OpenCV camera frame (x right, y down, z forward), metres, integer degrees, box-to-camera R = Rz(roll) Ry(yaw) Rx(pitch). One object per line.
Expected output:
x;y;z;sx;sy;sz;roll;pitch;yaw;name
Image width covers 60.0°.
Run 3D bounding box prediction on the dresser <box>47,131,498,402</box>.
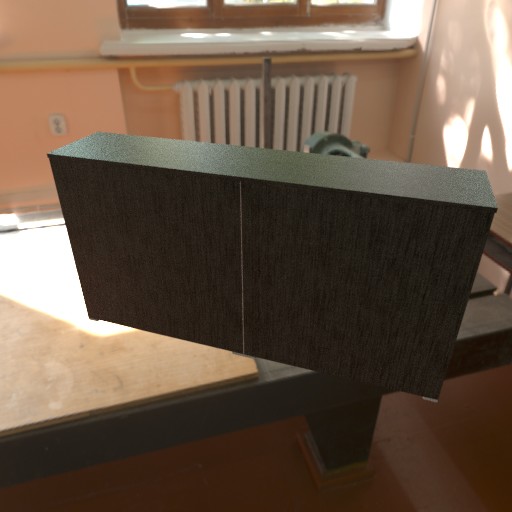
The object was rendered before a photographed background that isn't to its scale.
0.000;0.000;1.784;1.535;0.790;0.333;10;32;16;dresser
